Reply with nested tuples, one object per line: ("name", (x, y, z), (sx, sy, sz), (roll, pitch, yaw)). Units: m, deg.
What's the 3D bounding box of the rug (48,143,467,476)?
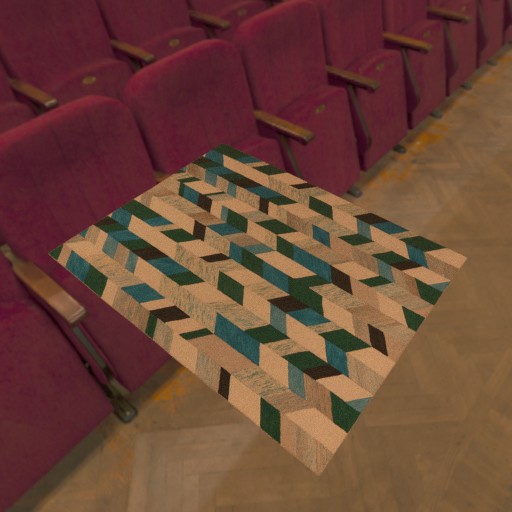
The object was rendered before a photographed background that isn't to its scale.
("rug", (0.000, 0.000, 4.087), (3.036, 0.008, 2.440), (31, 54, 26))
